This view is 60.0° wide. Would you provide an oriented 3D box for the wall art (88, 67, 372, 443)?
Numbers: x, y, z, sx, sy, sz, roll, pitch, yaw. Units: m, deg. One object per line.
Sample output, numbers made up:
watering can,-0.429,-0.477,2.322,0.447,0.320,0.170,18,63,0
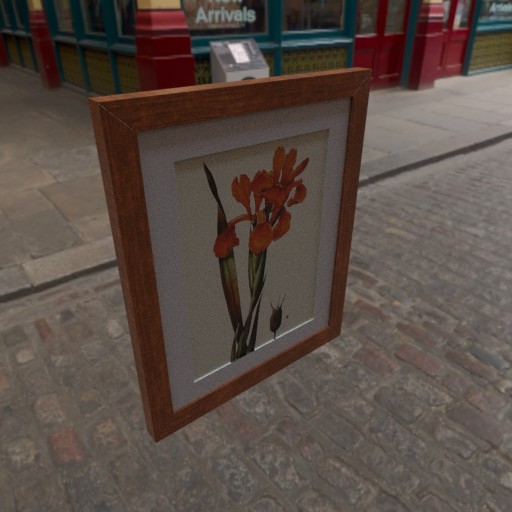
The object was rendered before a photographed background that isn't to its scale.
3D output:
wall art,0.000,0.000,0.764,0.467,0.567,0.033,-21,36,-33
